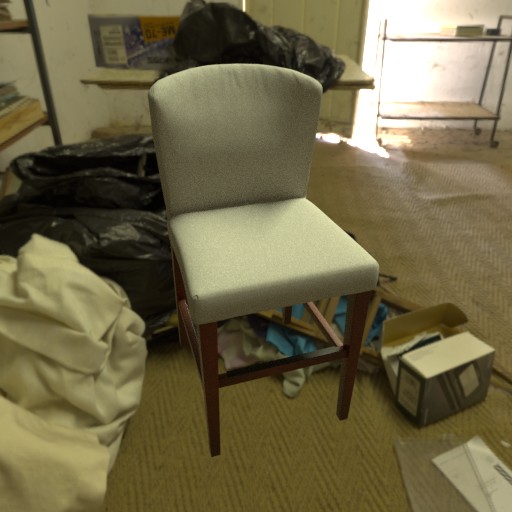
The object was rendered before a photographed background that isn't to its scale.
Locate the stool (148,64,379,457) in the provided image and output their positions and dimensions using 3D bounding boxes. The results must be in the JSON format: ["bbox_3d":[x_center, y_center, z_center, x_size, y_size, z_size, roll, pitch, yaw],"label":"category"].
[{"bbox_3d":[0.000,0.000,1.286,0.479,0.968,0.568,-9,32,-15],"label":"stool"}]
